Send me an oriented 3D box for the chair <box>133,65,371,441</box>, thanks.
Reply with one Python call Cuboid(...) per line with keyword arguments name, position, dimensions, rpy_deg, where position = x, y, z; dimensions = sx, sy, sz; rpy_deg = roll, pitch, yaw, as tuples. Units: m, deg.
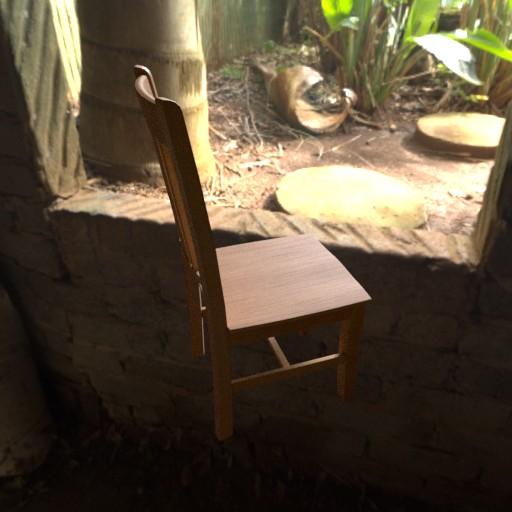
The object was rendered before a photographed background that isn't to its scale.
Cuboid(name="chair", position=(0.000, 0.000, 1.293), dimensions=(0.556, 0.998, 0.450), rpy_deg=(-10, 32, -16))
